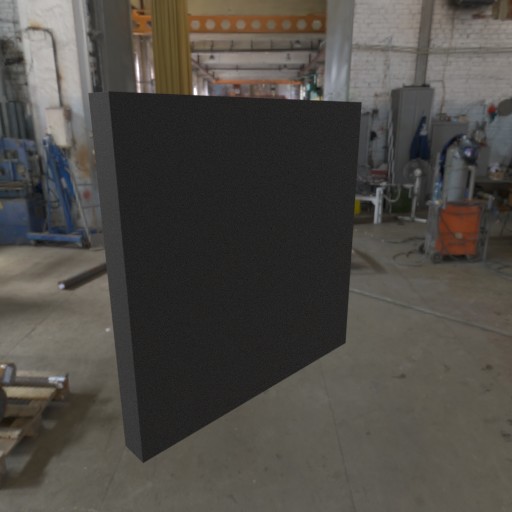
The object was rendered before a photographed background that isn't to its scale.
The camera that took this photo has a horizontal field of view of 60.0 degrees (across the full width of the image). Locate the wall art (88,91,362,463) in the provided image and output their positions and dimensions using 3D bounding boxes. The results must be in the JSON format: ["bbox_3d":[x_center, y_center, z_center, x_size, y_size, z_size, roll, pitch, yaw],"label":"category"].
[{"bbox_3d":[0.000,0.000,0.455,0.308,0.305,0.030,-16,24,-42],"label":"wall art"}]
